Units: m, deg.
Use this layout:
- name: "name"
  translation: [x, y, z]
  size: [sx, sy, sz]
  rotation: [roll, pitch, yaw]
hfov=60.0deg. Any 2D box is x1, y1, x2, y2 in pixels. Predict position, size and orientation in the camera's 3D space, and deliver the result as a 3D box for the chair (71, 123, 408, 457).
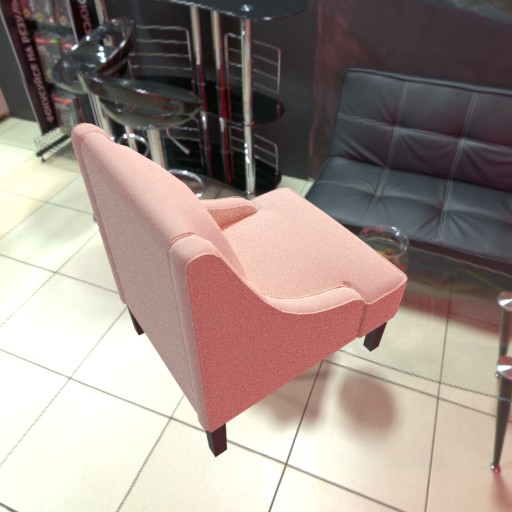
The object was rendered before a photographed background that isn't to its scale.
- name: "chair"
  translation: [0.000, 0.000, 1.478]
  size: [0.806, 0.886, 0.689]
  rotation: [-26, 49, -25]
